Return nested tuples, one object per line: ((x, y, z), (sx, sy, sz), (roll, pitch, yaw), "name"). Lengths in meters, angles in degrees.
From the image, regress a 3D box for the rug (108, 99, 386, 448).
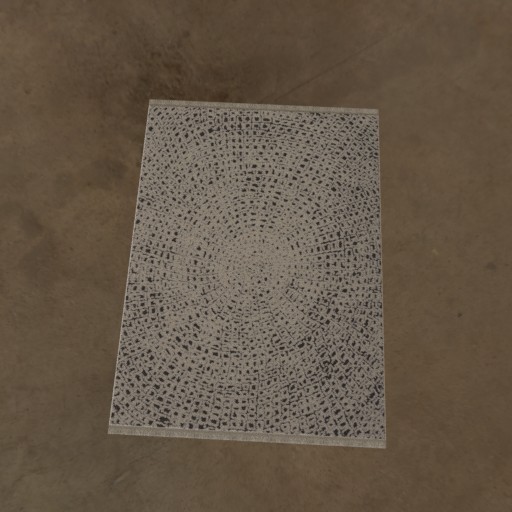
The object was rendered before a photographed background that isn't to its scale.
((0.000, 0.000, 2.098), (1.190, 0.003, 1.634), (3, 75, 1), "rug")
